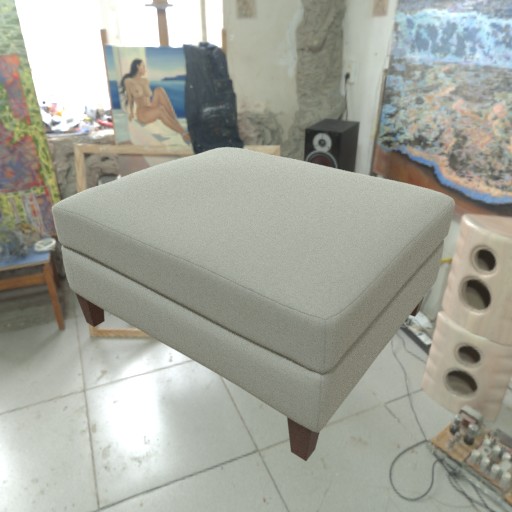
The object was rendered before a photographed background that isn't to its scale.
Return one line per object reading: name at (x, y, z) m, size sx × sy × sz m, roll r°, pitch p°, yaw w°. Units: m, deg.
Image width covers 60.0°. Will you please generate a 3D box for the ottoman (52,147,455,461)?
ottoman at (0.000, 0.000, 1.449) m, size 0.976 × 0.492 × 0.836 m, roll 20°, pitch 35°, yaw 32°
